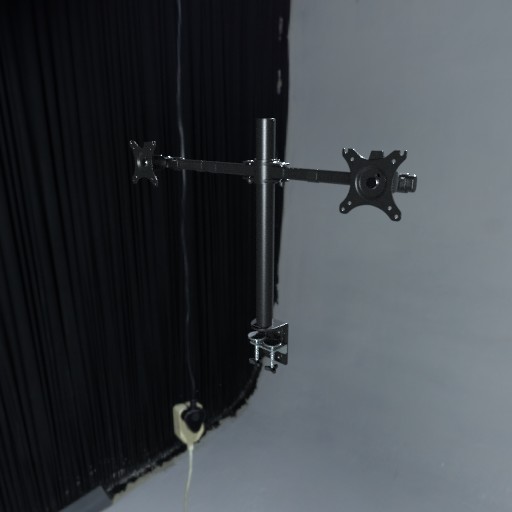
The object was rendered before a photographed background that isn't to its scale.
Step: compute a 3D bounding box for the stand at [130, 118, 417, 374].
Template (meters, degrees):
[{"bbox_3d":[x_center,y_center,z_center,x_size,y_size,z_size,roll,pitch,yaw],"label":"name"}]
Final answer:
[{"bbox_3d":[0.000,0.000,1.019,0.743,0.603,0.150,14,21,40],"label":"stand"}]
